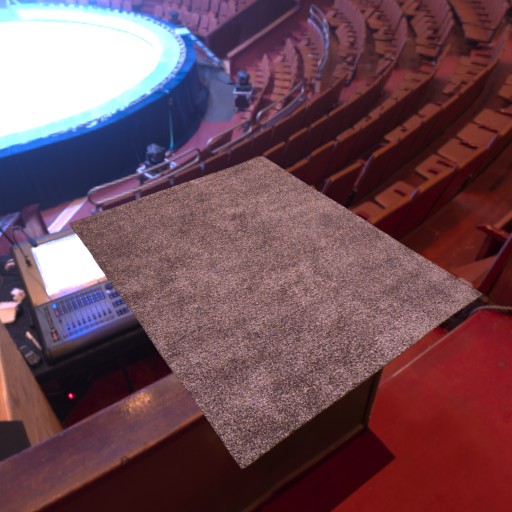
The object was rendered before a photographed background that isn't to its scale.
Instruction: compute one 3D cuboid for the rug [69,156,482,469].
[{"bbox_3d":[0.000,0.000,4.011,2.401,0.025,3.000,-25,46,-27],"label":"rug"}]
